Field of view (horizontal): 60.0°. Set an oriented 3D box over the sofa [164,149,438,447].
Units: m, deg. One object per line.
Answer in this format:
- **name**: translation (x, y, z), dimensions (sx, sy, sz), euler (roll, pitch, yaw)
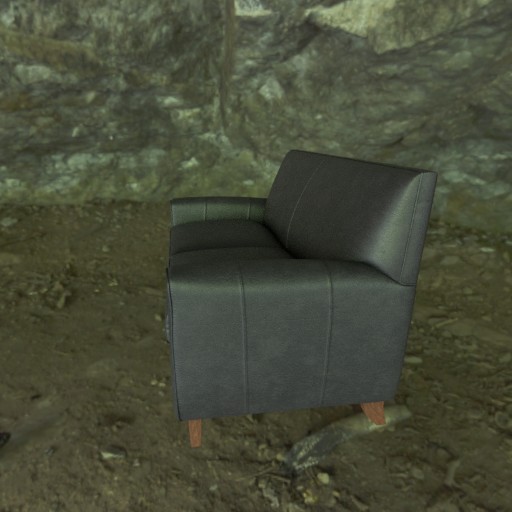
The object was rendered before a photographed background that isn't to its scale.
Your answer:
- **sofa**: translation (0.000, 0.000, 1.984), dimensions (0.787, 0.871, 1.473), euler (-3, 16, -10)
